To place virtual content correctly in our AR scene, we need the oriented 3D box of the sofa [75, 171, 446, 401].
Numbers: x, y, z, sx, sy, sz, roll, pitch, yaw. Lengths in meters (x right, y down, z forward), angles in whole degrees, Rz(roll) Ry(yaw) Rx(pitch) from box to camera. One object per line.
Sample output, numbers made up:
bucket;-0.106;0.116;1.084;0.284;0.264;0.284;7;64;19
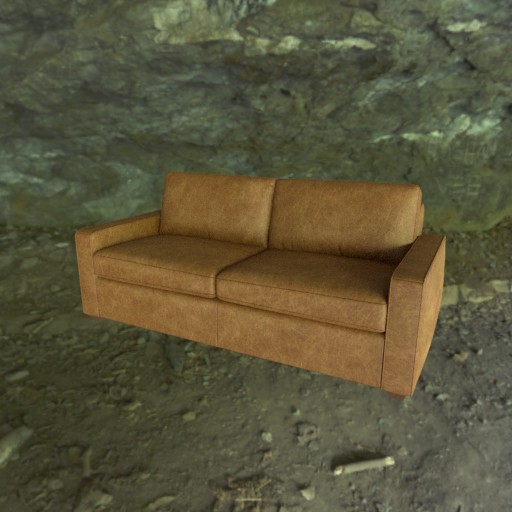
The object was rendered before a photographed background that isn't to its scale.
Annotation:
sofa;0.000;0.000;2.774;2.156;0.928;0.991;8;18;26
